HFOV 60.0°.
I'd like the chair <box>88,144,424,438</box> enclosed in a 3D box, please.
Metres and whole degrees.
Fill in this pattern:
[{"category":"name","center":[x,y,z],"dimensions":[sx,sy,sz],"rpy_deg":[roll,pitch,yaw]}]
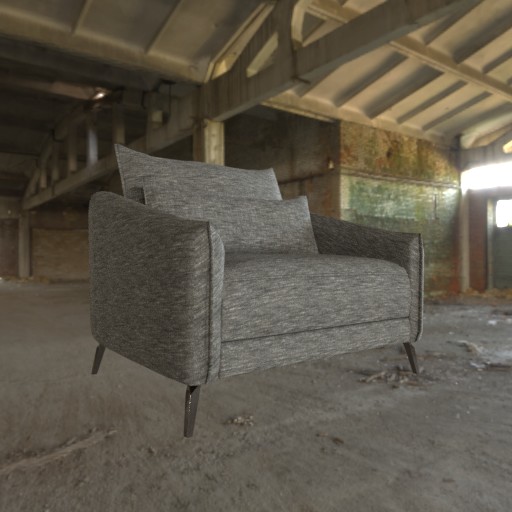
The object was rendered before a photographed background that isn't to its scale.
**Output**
[{"category":"chair","center":[0.000,0.000,1.595],"dimensions":[1.004,0.842,0.805],"rpy_deg":[0,0,-37]}]
